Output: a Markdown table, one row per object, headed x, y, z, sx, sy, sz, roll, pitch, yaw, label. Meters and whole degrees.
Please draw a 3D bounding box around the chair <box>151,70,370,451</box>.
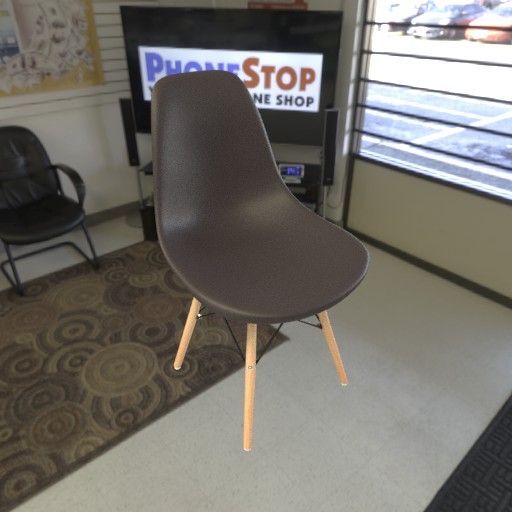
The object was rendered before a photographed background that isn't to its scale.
| x | y | z | sx | sy | sz | roll | pitch | yaw | label |
| --- | --- | --- | --- | --- | --- | --- | --- | --- | --- |
| 0.000 | 0.000 | 1.141 | 0.470 | 0.825 | 0.533 | -21 | 37 | -32 | chair |
